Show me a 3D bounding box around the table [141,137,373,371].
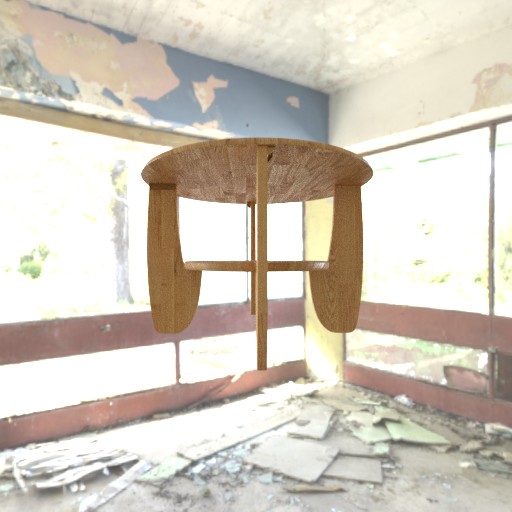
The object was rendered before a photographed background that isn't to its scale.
[{"bbox_3d":[0.000,0.000,1.417,0.690,0.490,1.040,0,0,-2],"label":"table"}]
